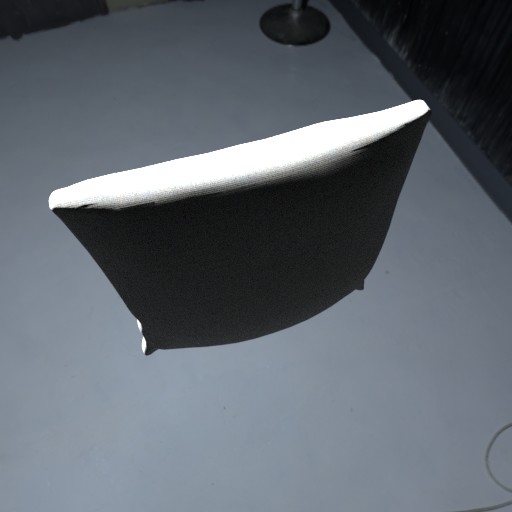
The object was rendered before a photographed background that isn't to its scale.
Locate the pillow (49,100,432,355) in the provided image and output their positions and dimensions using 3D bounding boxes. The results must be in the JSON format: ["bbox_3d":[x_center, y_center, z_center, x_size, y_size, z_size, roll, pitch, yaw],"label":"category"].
[{"bbox_3d":[0.000,0.000,0.752,0.496,0.491,0.219,-16,61,-9],"label":"pillow"}]
